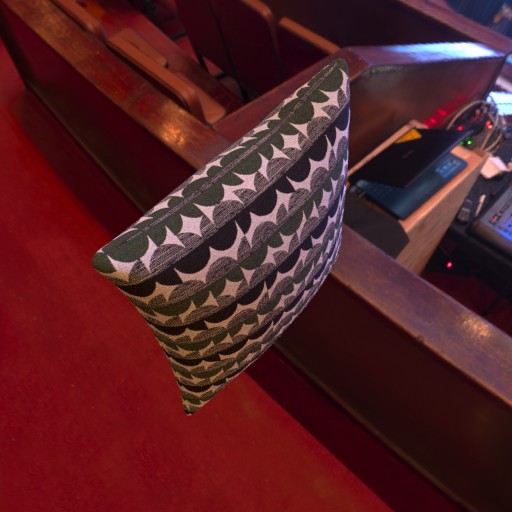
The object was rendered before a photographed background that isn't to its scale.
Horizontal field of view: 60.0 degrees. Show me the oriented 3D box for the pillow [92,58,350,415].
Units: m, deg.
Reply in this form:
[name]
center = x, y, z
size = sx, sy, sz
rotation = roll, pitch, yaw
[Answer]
[pillow]
center = 0.000, 0.000, 0.648
size = 0.180, 0.404, 0.419
rotation = 35, 64, 20
